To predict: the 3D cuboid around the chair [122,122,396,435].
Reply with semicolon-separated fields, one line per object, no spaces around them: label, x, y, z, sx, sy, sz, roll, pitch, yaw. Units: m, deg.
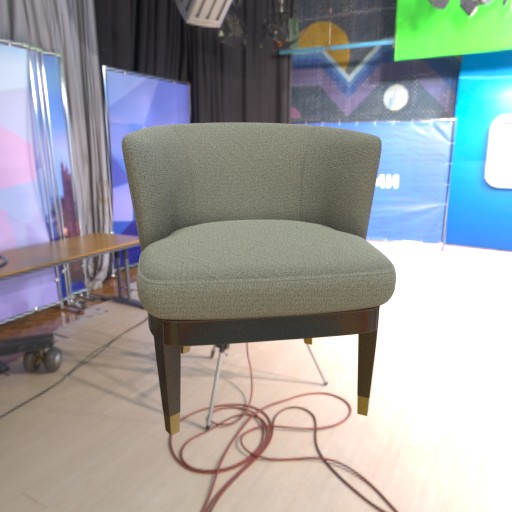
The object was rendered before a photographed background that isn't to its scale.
chair;0.000;0.000;1.284;0.700;0.760;0.660;-2;15;-9
